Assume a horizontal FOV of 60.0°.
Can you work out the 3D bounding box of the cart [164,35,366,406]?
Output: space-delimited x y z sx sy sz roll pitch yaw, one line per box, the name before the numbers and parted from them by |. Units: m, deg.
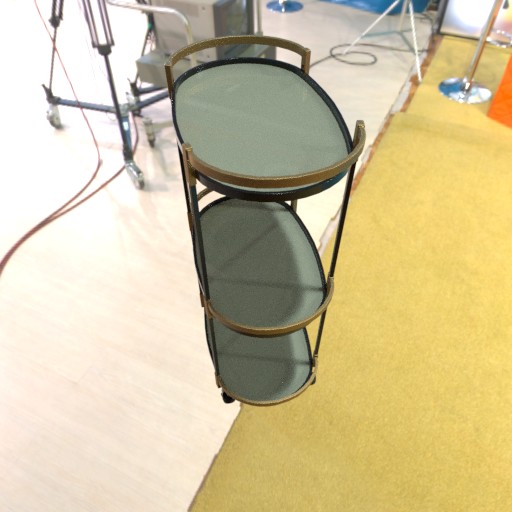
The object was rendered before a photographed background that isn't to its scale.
cart | 0.000 0.000 1.125 0.311 0.885 0.515 -10 48 -9
